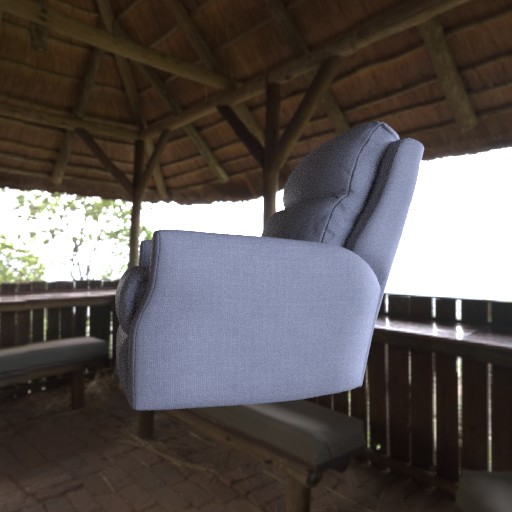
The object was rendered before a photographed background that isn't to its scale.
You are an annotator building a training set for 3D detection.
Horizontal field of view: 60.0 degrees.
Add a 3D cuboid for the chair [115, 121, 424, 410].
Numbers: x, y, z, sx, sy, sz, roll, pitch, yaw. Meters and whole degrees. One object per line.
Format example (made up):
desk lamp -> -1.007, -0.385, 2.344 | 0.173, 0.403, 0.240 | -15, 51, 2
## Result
chair -> 0.000, 0.000, 1.787 | 1.080, 1.030, 0.829 | 0, -1, -18
